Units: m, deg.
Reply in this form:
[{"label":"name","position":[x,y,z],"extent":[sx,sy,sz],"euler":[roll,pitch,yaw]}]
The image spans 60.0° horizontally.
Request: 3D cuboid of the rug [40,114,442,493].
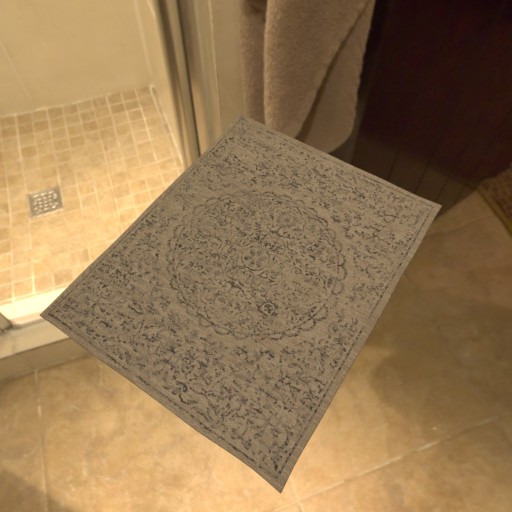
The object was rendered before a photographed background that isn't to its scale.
[{"label":"rug","position":[0.000,0.000,3.943],"extent":[2.343,0.026,2.925],"euler":[29,63,17]}]
